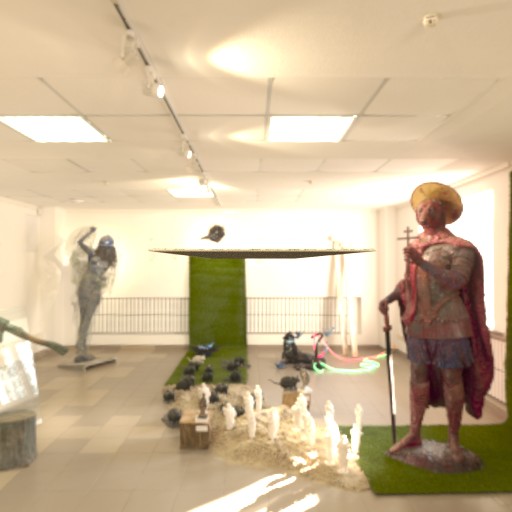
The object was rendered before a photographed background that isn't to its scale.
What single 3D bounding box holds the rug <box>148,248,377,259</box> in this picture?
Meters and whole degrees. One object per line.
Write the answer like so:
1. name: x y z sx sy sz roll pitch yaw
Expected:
1. rug: 0.000 0.000 2.664 0.750 0.009 2.435 0 -1 -1
